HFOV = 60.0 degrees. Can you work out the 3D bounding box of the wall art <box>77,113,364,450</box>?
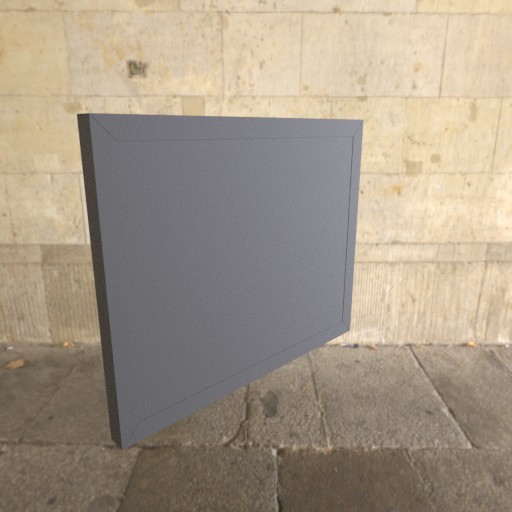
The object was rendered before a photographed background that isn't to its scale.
[{"bbox_3d":[0.000,0.000,0.552,0.404,0.329,0.024,-15,22,-42],"label":"wall art"}]
